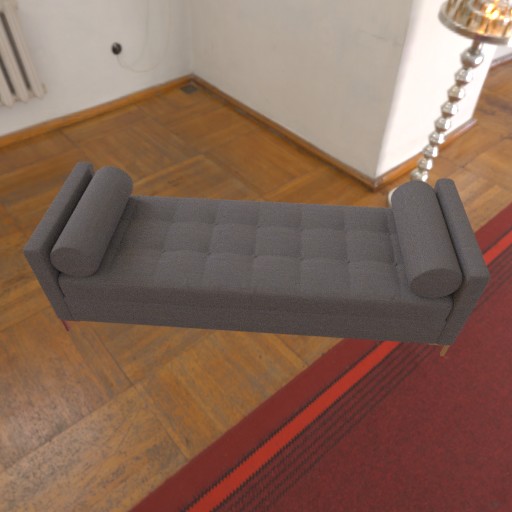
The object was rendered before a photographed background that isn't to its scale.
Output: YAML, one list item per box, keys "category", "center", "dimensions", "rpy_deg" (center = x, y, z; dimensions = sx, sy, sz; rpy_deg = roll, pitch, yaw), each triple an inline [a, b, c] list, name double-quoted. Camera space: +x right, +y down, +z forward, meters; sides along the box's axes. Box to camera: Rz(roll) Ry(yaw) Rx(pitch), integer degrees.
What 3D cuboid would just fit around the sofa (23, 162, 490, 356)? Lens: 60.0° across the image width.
- category: "sofa"
  center: [0.000, 0.000, 2.304]
  dimensions: [1.981, 0.635, 0.686]
  rpy_deg: [3, 46, 3]
